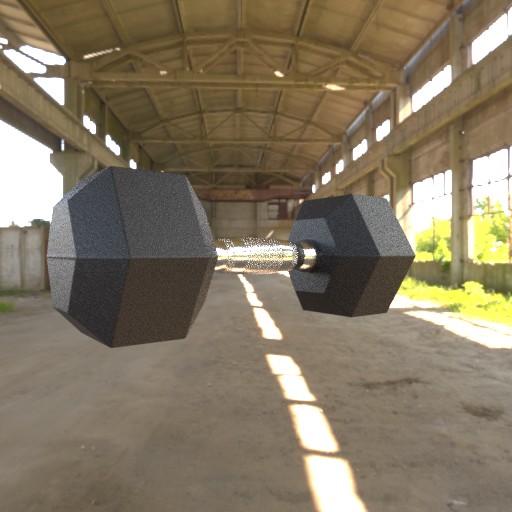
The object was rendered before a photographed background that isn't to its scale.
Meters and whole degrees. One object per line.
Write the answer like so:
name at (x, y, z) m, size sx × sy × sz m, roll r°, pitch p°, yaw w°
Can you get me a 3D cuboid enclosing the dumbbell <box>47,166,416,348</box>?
dumbbell at (0.000, 0.000, 0.379) m, size 0.315 × 0.113 × 0.129 m, roll 0°, pitch 0°, yaw -36°
